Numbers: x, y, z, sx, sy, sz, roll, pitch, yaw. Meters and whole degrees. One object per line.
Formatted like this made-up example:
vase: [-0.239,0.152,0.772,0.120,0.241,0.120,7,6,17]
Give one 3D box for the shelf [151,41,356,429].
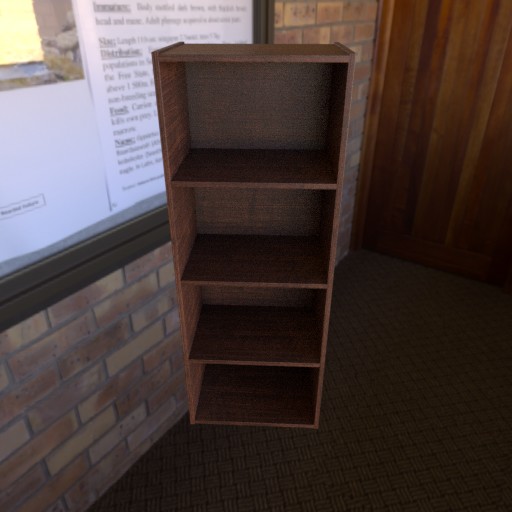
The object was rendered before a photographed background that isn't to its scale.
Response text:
shelf: [0.000,0.000,1.283,0.415,1.099,0.290,1,30,2]
